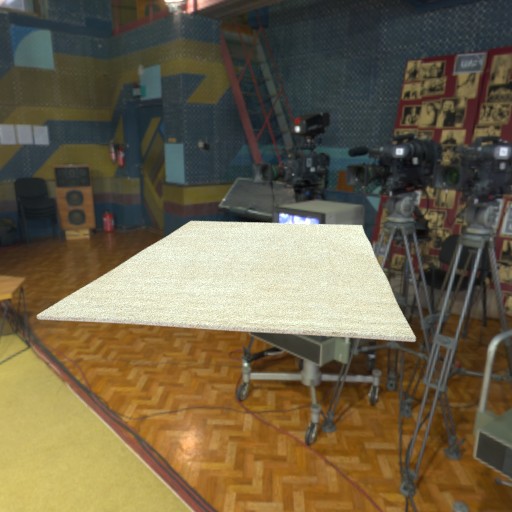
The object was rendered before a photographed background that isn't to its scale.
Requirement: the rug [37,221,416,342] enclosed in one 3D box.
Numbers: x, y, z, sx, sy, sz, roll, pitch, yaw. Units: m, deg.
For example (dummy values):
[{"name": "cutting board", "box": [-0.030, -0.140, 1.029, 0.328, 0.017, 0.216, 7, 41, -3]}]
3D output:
[{"name": "rug", "box": [0.000, 0.000, 3.356, 1.800, 0.025, 2.699, 2, 15, 8]}]
